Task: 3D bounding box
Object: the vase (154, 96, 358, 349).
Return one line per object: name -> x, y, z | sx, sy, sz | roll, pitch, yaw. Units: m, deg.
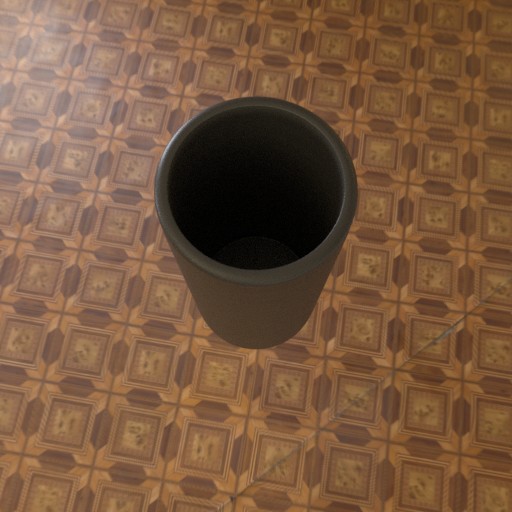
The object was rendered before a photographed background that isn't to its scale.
vase -> 0.000, 0.000, 0.366 | 0.136, 0.289, 0.136 | -22, 76, -6
